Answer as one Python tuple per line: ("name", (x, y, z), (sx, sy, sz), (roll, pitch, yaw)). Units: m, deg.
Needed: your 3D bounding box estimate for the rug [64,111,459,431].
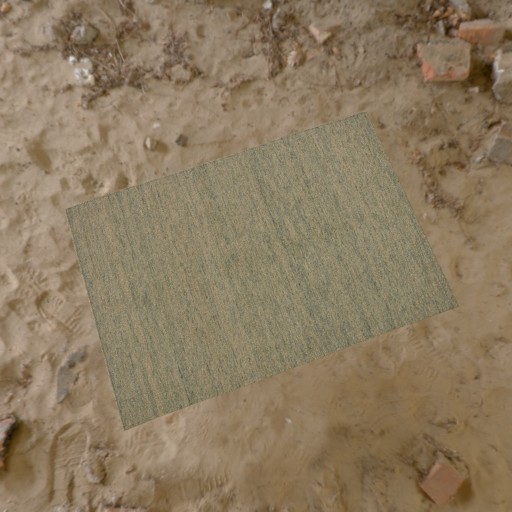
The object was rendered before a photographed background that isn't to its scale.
("rug", (0.000, 0.000, 3.000), (2.283, 0.013, 1.547), (-19, 76, -5))
